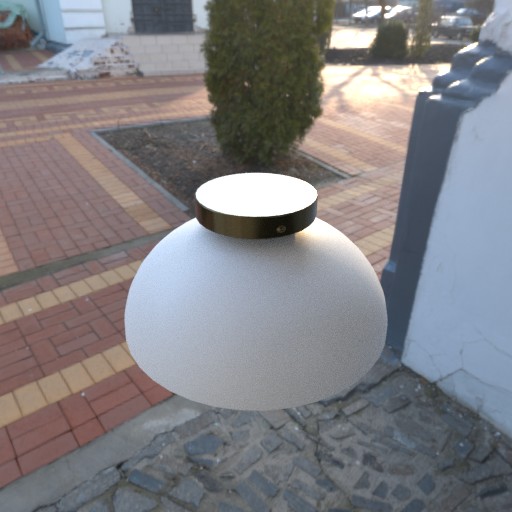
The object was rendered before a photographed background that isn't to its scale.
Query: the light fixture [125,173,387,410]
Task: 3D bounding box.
[{"bbox_3d":[0.000,0.000,0.579,0.355,0.177,0.355,0,29,0],"label":"light fixture"}]
